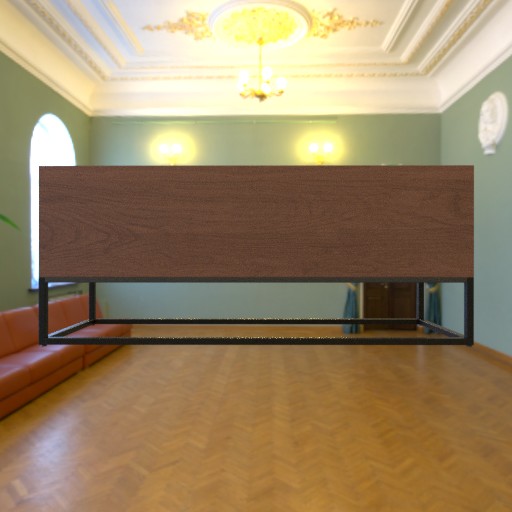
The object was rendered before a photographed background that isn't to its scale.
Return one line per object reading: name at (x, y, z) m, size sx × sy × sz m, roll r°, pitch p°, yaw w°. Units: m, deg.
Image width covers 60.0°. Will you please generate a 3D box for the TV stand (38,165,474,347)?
TV stand at (0.000, 0.000, 1.427) m, size 1.200 × 0.500 × 0.415 m, roll 0°, pitch 0°, yaw 0°
